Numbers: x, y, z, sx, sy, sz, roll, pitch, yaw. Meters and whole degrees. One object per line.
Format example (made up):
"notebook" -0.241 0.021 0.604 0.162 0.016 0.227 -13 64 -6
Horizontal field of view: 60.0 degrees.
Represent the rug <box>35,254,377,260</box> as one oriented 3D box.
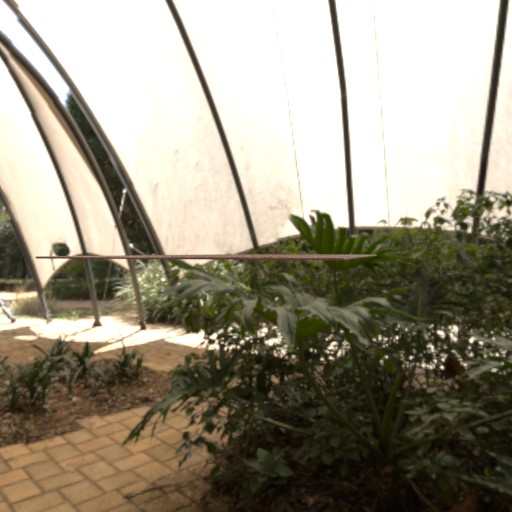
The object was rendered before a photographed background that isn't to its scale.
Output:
"rug" 0.000 0.000 3.131 1.533 0.011 2.439 0 0 18
